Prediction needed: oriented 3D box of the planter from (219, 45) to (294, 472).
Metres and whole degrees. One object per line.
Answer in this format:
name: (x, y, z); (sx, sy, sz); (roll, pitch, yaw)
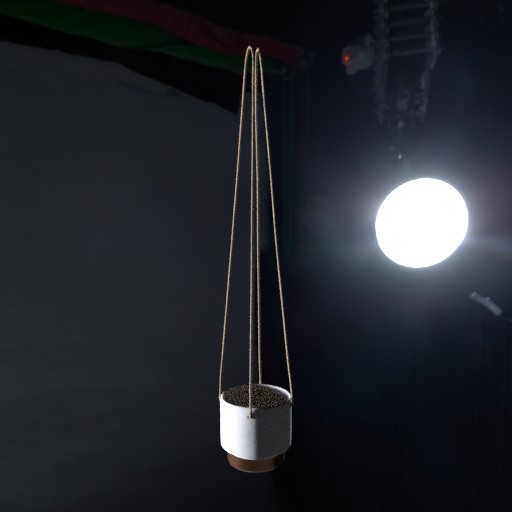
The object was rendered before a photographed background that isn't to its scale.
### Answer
planter: (0.000, 0.000, 0.907); (0.146, 0.841, 0.146); (-1, 2, -37)
